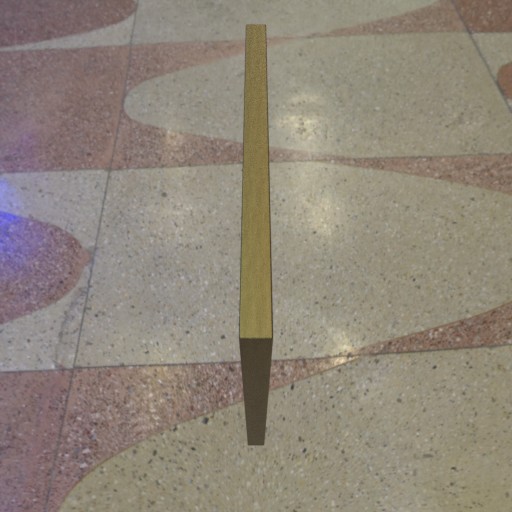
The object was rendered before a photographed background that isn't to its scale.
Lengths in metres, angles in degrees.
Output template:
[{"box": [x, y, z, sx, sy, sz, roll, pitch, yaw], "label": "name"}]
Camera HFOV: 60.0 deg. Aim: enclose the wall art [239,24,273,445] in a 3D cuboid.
[{"box": [0.000, 0.000, 0.741, 0.031, 0.506, 0.503, 0, 57, 0], "label": "wall art"}]
